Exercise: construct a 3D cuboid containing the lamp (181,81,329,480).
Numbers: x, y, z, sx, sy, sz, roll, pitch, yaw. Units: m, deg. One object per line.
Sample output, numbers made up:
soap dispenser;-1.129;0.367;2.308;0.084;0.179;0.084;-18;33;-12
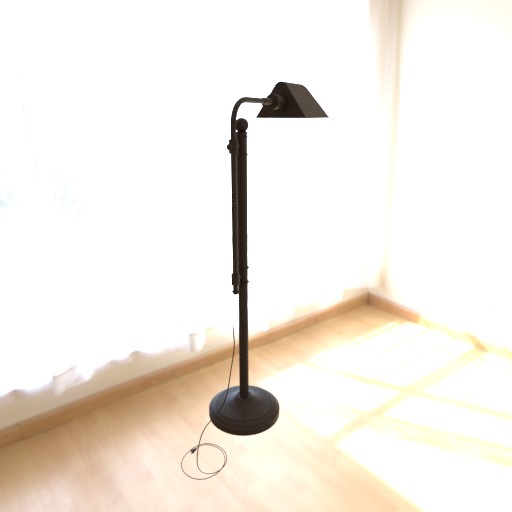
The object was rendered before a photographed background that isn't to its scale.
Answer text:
lamp;0.000;0.000;0.945;0.159;0.708;0.545;9;20;26
